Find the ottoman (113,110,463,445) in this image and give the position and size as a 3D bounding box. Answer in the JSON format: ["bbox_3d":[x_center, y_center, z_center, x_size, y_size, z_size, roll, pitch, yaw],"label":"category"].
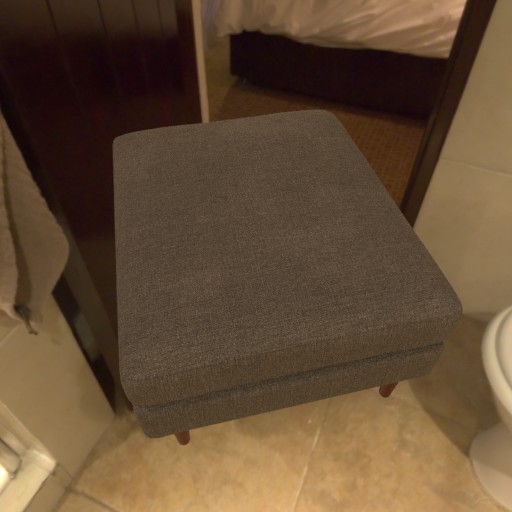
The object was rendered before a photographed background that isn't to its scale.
[{"bbox_3d":[0.000,0.000,1.223,0.693,0.474,0.821,-10,48,-9],"label":"ottoman"}]
